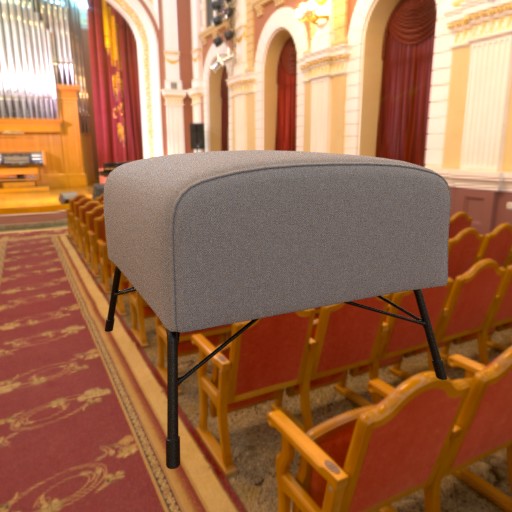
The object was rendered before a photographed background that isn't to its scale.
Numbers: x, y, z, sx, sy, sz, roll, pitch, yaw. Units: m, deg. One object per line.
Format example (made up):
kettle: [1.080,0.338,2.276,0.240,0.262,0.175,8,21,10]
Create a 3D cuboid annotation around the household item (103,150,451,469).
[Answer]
household item: [0.000,0.000,0.881,0.530,0.410,0.530,-7,15,-26]
